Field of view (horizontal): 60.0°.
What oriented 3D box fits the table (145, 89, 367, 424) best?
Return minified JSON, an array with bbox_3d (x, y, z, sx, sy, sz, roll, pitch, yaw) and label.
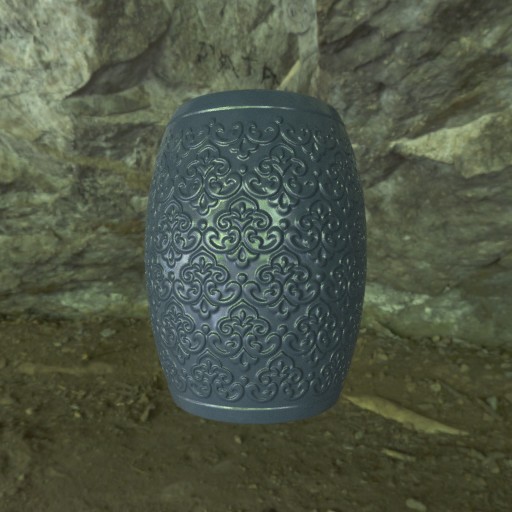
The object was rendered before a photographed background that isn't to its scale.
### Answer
[{"bbox_3d":[0.000,0.000,0.634,0.309,0.397,0.309,0,1,0],"label":"table"}]
